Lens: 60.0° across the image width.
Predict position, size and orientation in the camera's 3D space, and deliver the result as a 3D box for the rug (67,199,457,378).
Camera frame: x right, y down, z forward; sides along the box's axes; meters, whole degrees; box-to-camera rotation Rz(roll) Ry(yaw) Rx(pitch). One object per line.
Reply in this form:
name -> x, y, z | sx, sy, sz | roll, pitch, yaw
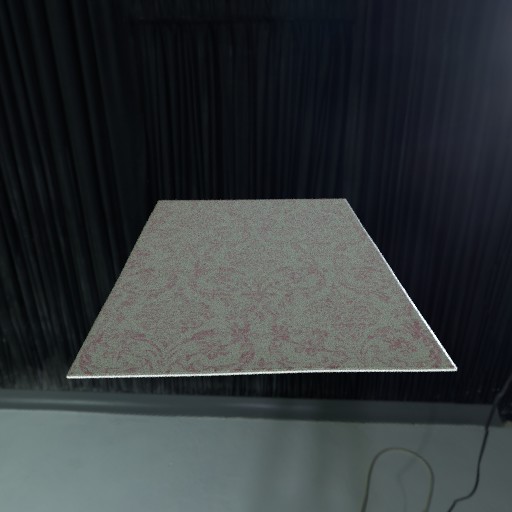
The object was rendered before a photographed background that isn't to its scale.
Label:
rug -> 0.000, 0.000, 2.796 | 1.598, 0.014, 2.202 | -1, 26, -1
